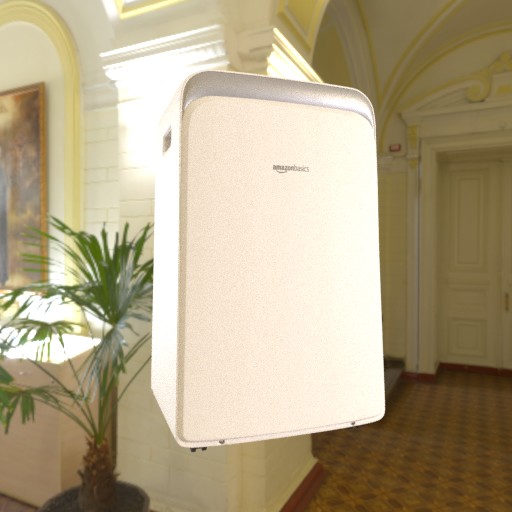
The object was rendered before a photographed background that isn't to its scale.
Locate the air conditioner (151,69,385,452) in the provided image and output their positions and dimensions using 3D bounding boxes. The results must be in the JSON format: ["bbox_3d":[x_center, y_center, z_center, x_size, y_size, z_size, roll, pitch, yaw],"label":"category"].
[{"bbox_3d":[0.000,0.000,1.075,0.478,0.765,0.467,0,1,-19],"label":"air conditioner"}]
